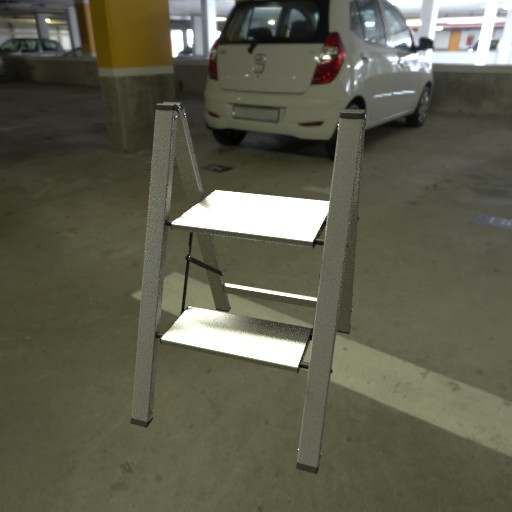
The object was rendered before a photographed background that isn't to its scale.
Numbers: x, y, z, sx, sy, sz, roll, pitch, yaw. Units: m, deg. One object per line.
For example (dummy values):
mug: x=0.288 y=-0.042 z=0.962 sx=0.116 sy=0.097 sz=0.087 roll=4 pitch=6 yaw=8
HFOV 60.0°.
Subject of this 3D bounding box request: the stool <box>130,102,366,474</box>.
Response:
stool: x=0.000 y=0.000 z=1.040 sx=0.440 sy=0.670 sz=0.535 roll=8 pitch=27 yaw=16
